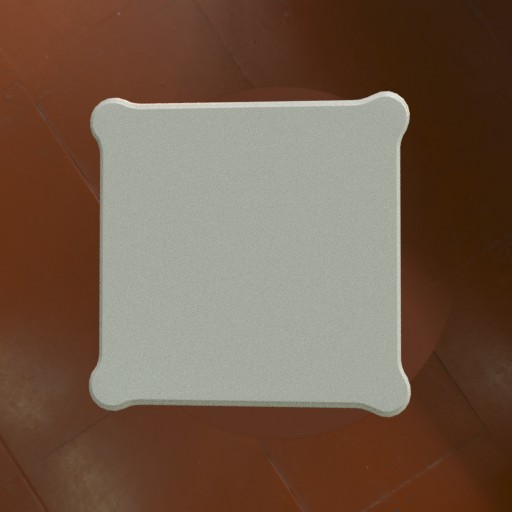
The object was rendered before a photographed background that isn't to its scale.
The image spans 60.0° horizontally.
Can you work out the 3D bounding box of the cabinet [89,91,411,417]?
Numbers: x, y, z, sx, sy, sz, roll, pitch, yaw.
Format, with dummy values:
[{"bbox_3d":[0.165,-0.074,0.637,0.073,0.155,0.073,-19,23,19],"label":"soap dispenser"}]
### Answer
[{"bbox_3d":[0.000,0.000,1.234,0.627,0.761,0.628,0,89,3],"label":"cabinet"}]
